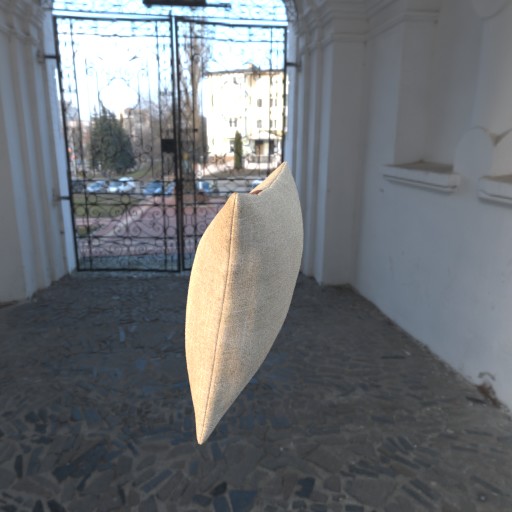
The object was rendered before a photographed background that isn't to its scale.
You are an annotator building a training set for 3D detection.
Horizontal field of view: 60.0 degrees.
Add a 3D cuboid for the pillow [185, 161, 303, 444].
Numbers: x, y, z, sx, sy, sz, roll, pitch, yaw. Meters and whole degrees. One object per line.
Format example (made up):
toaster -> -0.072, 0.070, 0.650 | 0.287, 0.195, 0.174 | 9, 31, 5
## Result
pillow -> 0.000, 0.000, 0.744 | 0.155, 0.282, 0.612 | 2, 15, 8
